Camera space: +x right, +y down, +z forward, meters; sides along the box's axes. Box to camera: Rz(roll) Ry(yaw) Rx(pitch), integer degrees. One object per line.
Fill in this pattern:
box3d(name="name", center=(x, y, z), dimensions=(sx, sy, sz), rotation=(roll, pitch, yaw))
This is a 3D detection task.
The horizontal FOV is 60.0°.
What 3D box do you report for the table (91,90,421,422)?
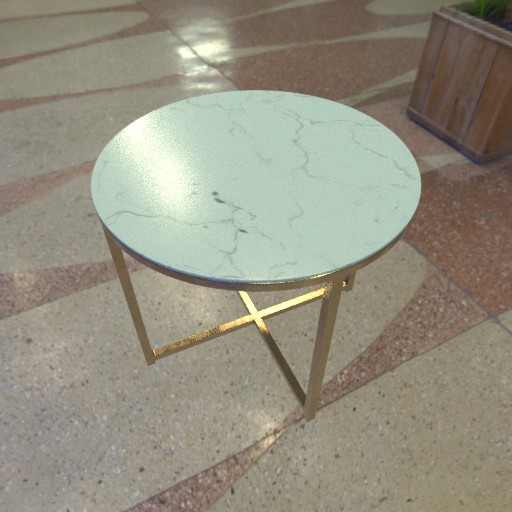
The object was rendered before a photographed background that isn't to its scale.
box3d(name="table", center=(0.000, 0.000, 0.841), dimensions=(0.500, 0.420, 0.500), rotation=(0, 45, 0))
